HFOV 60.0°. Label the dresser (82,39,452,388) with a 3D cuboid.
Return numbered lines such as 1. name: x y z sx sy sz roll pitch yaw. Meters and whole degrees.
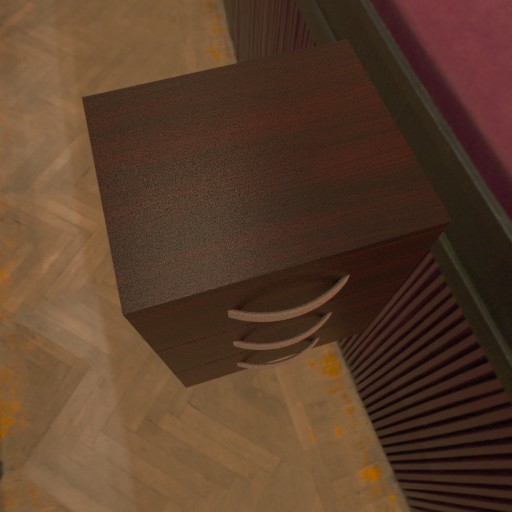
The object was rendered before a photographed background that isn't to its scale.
1. dresser: 0.000 0.000 0.825 0.400 0.560 0.360 -16 65 -7
